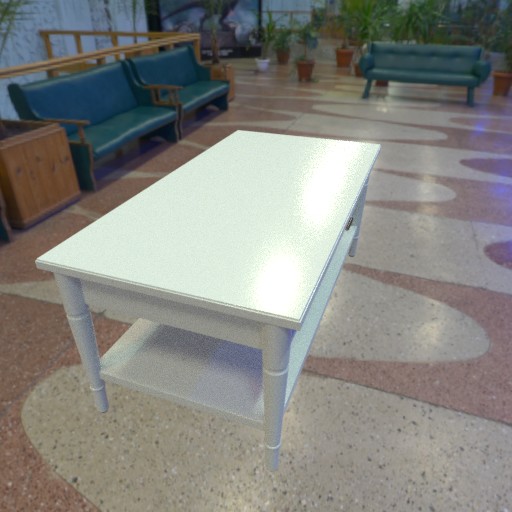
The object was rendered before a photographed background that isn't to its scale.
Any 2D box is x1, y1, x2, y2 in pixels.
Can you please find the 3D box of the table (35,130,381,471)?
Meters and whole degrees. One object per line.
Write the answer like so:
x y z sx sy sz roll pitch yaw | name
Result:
0.000 0.000 1.360 0.559 0.457 1.067 11 32 18 | table
